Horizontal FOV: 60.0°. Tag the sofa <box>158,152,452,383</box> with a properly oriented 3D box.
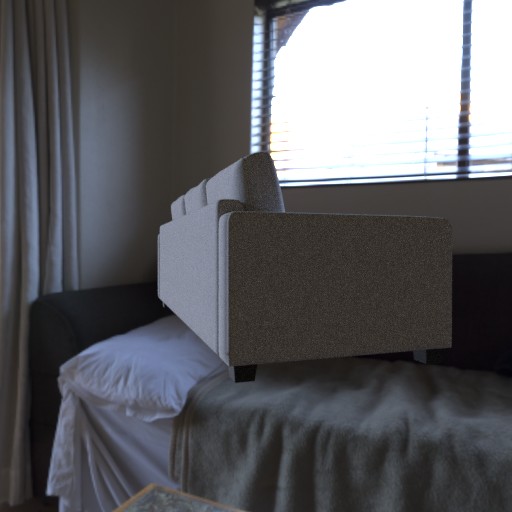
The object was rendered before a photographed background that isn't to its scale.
[{"bbox_3d":[0.000,0.000,2.544,0.900,0.800,2.120,0,1,-18],"label":"sofa"}]
